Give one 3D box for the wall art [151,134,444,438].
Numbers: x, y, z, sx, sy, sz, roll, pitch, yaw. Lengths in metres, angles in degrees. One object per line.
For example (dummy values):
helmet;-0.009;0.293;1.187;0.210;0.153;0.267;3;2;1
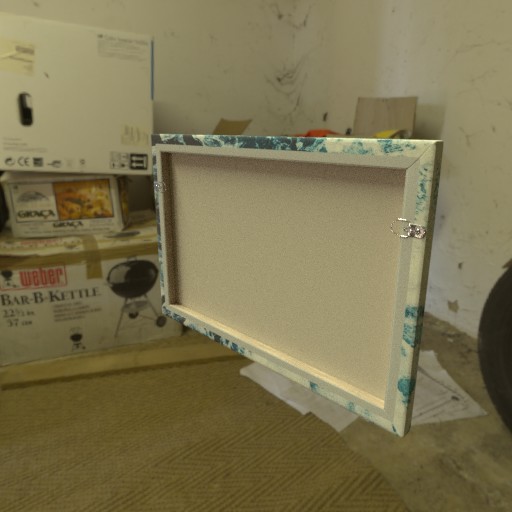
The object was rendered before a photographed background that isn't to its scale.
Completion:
wall art;0.000;0.000;1.950;0.055;1.017;1.524;-16;22;-42
